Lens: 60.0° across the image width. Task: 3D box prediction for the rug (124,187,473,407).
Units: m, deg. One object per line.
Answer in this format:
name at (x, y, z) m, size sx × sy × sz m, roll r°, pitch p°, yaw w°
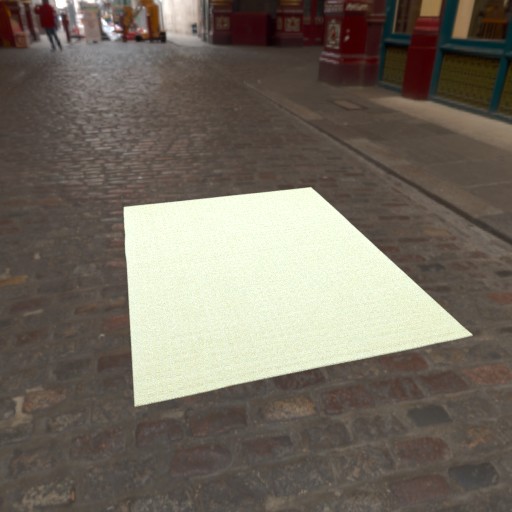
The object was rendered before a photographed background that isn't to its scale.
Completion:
rug at (0.000, 0.000, 4.328) m, size 2.452 × 0.016 × 3.204 m, roll -8°, pitch 30°, yaw -14°
